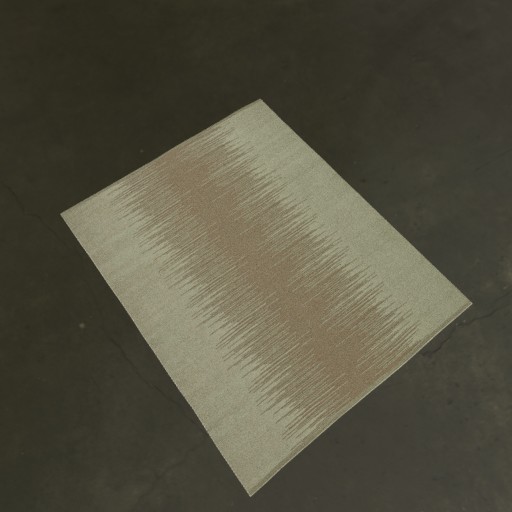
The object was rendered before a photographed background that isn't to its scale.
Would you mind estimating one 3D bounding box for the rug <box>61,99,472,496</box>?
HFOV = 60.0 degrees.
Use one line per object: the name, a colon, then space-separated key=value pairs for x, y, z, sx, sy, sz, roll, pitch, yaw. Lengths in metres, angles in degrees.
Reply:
rug: x=0.000 y=0.000 z=4.076 sx=2.438 sy=0.013 sz=3.048 roll=-35 pitch=69 yaw=-15
